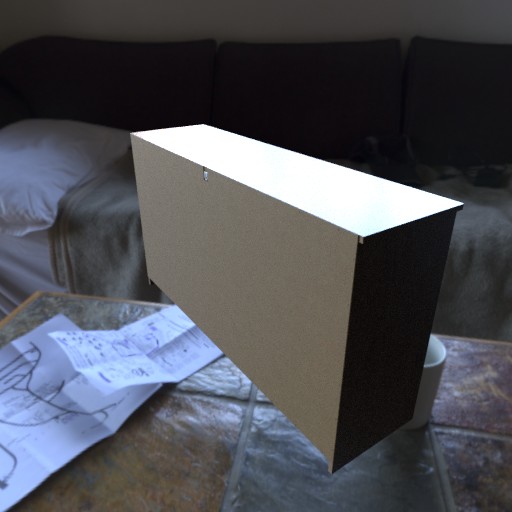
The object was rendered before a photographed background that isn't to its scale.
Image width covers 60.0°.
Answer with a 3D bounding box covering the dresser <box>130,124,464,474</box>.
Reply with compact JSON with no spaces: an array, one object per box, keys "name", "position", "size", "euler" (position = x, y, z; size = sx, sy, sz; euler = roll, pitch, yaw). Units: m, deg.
[{"name":"dresser","position":[0.000,0.000,1.702],"size":[0.401,0.755,1.360],"euler":[-17,31,-31]}]
